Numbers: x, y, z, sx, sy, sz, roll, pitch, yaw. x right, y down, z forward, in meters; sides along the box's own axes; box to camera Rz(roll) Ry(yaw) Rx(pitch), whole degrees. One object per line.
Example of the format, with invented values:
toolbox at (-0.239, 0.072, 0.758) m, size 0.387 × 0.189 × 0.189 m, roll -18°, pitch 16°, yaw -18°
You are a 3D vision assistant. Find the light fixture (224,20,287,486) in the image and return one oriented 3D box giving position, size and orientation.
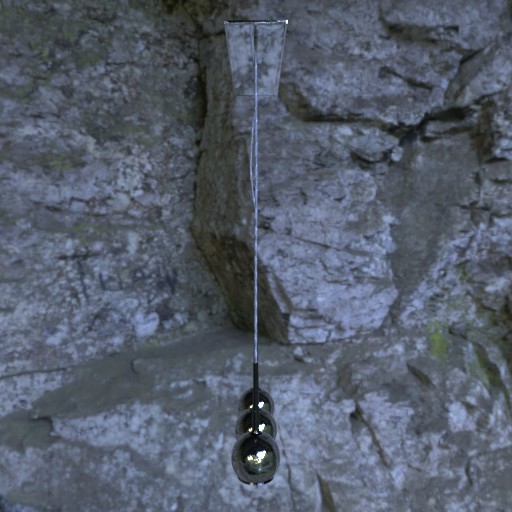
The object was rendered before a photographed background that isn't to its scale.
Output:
light fixture at (0.000, 0.000, 1.636) m, size 0.188 × 1.408 × 0.623 m, roll 0°, pitch 0°, yaw 0°
